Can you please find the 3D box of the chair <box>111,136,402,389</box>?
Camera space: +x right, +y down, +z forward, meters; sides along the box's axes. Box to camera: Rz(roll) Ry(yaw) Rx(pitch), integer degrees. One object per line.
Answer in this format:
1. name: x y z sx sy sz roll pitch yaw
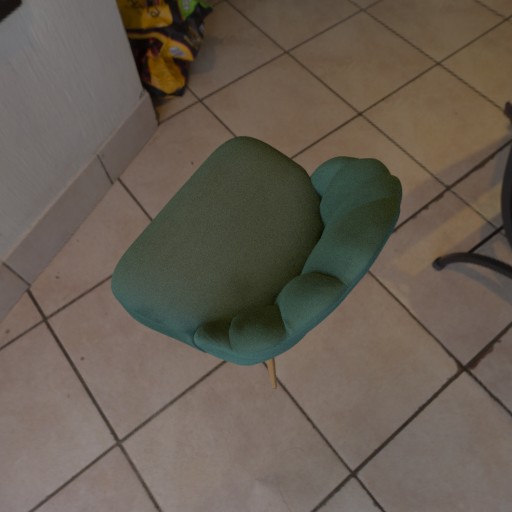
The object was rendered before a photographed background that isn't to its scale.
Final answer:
1. chair: 0.000 0.000 1.268 0.599 0.819 0.657 30 67 14
